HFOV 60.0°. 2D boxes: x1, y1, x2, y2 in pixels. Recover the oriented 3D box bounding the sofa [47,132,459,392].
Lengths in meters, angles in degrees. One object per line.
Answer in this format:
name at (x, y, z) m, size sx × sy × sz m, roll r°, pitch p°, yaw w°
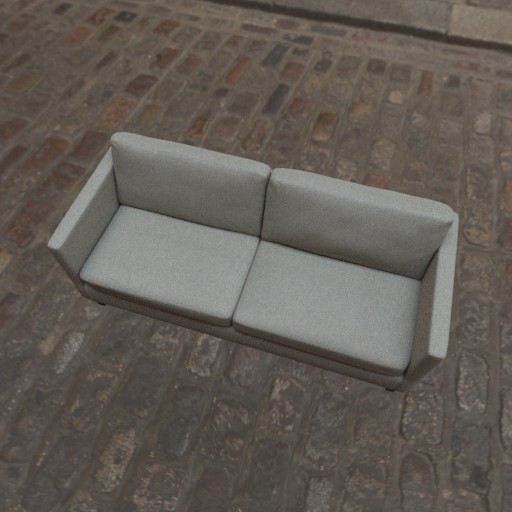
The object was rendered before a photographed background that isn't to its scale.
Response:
sofa at (0.000, 0.000, 2.742) m, size 2.208 × 0.963 × 0.956 m, roll 15°, pitch 60°, yaw 9°
